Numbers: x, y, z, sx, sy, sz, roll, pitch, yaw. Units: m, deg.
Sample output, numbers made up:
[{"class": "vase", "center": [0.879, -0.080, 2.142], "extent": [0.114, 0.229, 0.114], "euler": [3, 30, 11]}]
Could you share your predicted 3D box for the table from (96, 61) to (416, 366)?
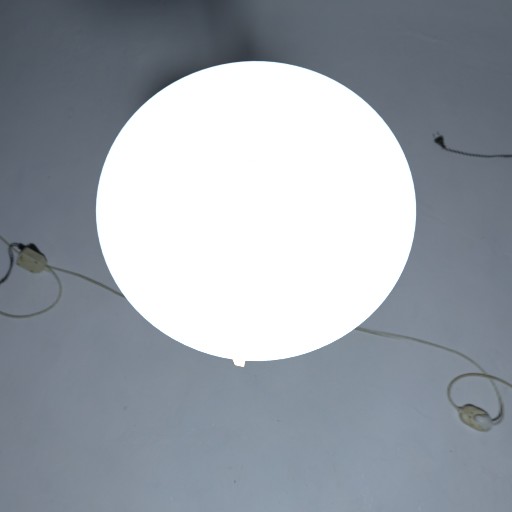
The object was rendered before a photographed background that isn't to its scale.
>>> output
[{"class": "table", "center": [0.000, 0.000, 0.728], "extent": [0.350, 0.500, 0.350], "euler": [0, 75, 0]}]
